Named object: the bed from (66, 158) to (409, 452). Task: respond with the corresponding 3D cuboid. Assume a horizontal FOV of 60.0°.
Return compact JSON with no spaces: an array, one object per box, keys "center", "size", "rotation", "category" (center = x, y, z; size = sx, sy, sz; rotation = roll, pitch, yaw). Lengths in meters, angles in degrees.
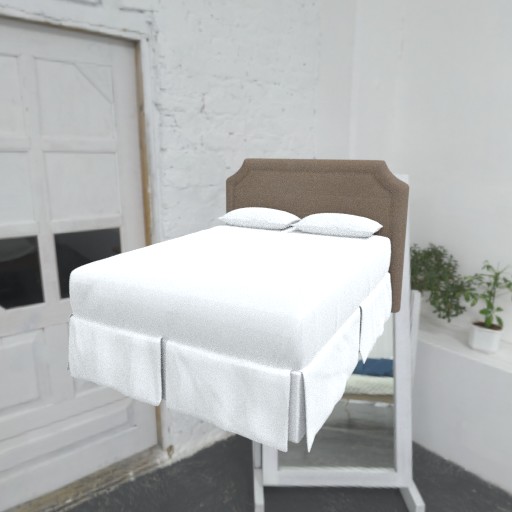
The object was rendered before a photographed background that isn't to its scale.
[{"center":[0.000,0.000,3.132],"size":[1.693,1.290,2.116],"rotation":[7,16,27],"category":"bed"}]
